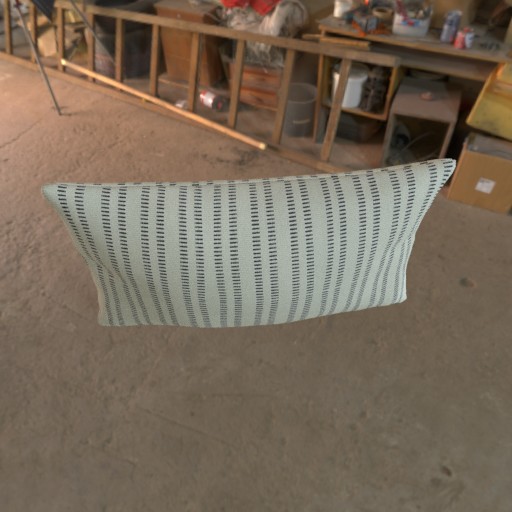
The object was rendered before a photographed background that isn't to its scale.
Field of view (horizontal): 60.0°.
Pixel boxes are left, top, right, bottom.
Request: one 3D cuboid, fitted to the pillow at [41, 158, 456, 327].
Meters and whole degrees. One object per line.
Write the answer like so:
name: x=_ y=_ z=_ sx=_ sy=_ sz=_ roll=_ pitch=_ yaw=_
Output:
pillow: x=0.000 y=0.000 z=0.788 sx=0.640 sy=0.353 sz=0.210 roll=-4 pitch=47 yaw=-4
